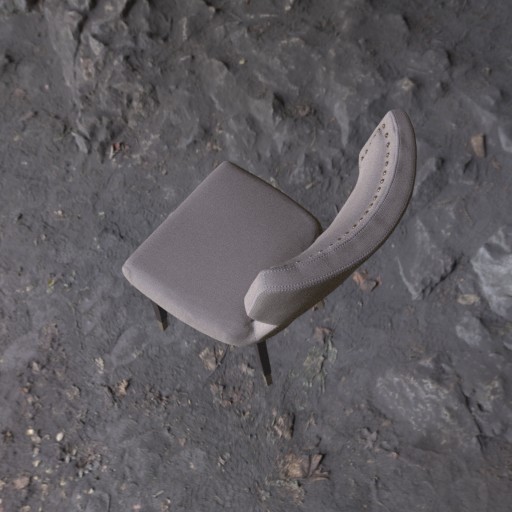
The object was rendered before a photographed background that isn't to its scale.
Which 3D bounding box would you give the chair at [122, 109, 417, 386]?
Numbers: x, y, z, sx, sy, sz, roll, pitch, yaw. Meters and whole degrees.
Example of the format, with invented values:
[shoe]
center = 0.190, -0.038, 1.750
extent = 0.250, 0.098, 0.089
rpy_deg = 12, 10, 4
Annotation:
[chair]
center = 0.000, 0.000, 1.289
extent = 0.630, 0.955, 0.526
rpy_deg = 32, 66, 16
